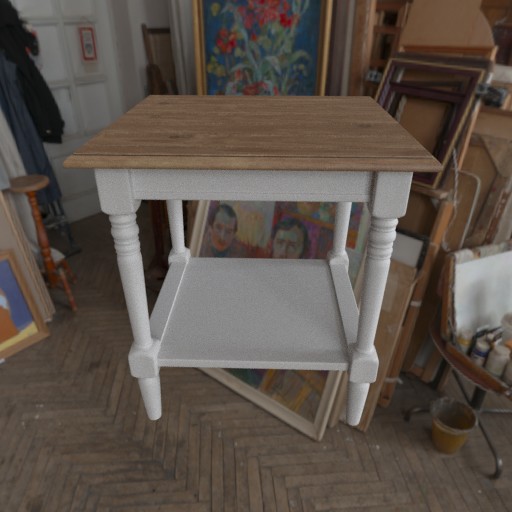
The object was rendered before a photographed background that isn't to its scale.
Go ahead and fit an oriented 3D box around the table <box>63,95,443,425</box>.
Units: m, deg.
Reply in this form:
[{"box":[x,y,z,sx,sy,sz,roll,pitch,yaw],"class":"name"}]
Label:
[{"box":[0.000,0.000,0.922,0.508,0.561,0.457,1,30,2],"class":"table"}]
